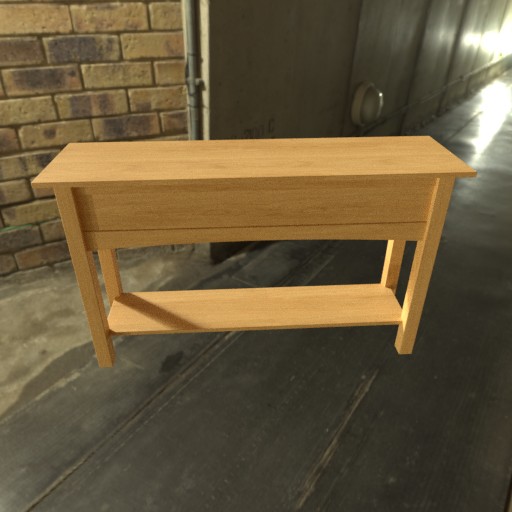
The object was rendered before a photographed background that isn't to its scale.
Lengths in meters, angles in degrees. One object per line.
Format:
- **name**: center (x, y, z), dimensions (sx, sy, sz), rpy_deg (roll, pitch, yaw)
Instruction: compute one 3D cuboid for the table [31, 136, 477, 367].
- **table**: center (0.000, 0.000, 1.567), dimensions (1.240, 0.730, 0.350), rpy_deg (-2, 32, -3)
